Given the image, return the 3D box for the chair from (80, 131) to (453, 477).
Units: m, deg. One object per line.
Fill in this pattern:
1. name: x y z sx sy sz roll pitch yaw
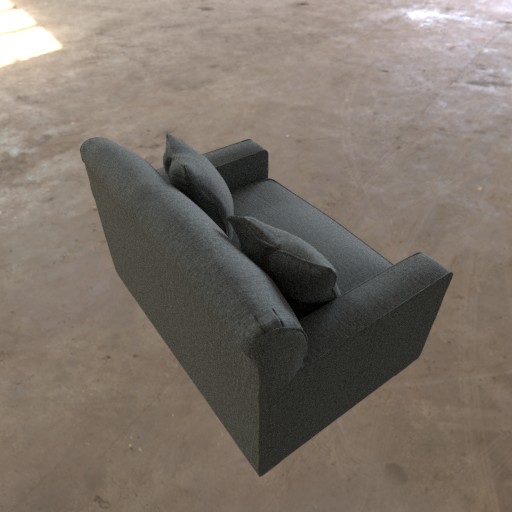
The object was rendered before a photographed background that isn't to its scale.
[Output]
1. chair: 0.000 0.000 2.043 1.000 0.948 1.383 -26 48 -26
